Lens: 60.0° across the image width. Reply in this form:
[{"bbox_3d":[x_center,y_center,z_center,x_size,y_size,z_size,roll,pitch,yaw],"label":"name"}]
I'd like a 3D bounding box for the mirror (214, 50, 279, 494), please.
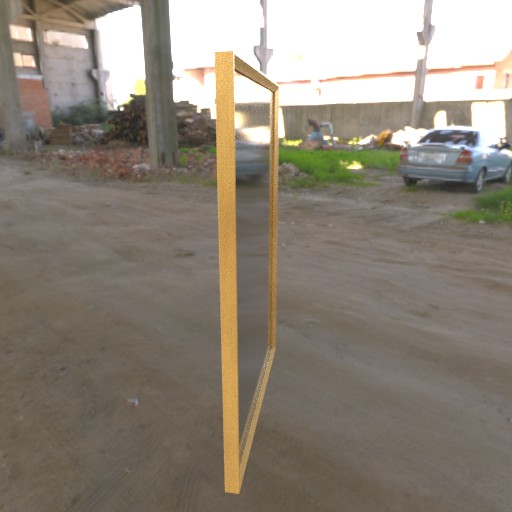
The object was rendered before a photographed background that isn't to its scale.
[{"bbox_3d":[0.000,0.000,1.327,0.041,1.016,0.762,3,17,9],"label":"mirror"}]
